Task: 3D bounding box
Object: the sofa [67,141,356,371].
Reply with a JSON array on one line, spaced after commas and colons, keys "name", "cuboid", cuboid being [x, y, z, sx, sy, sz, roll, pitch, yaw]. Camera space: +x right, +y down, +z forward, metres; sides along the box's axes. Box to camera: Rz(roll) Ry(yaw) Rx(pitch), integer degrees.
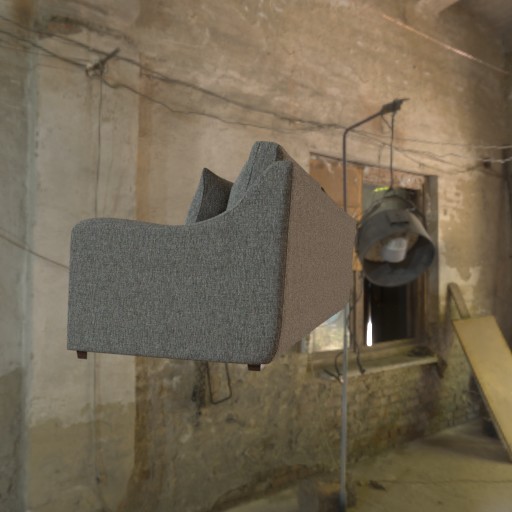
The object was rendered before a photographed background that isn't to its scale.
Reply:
[{"name": "sofa", "cuboid": [0.000, 0.000, 3.005, 1.103, 0.998, 2.418, 0, -1, 19]}]
